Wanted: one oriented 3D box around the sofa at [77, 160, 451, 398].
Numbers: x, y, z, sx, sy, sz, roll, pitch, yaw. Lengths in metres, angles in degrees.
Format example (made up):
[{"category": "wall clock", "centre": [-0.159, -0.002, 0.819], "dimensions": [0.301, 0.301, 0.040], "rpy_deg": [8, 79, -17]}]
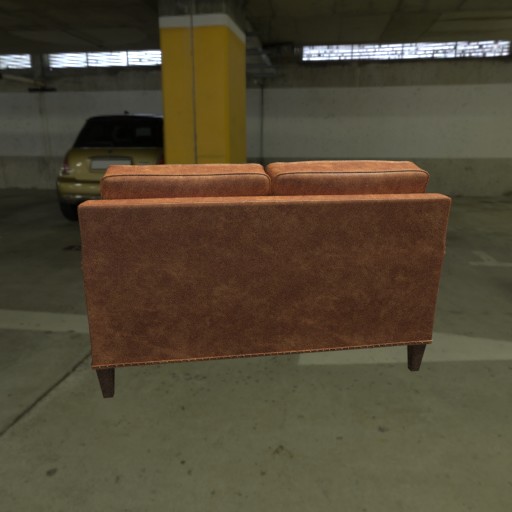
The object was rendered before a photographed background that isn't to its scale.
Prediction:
[{"category": "sofa", "centre": [0.000, 0.000, 2.331], "dimensions": [1.597, 1.003, 1.084], "rpy_deg": [-2, 15, -9]}]
